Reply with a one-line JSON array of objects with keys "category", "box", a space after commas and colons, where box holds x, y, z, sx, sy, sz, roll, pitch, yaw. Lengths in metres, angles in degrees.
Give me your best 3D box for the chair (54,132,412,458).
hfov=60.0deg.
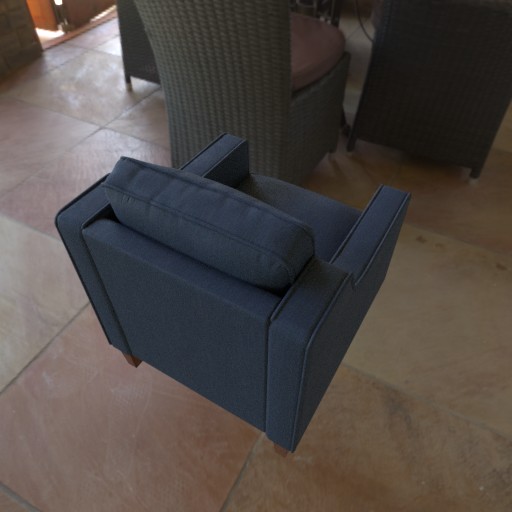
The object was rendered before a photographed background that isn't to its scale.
[{"category": "chair", "box": [0.000, 0.000, 1.640, 0.831, 0.960, 0.909, 23, 51, 21]}]
